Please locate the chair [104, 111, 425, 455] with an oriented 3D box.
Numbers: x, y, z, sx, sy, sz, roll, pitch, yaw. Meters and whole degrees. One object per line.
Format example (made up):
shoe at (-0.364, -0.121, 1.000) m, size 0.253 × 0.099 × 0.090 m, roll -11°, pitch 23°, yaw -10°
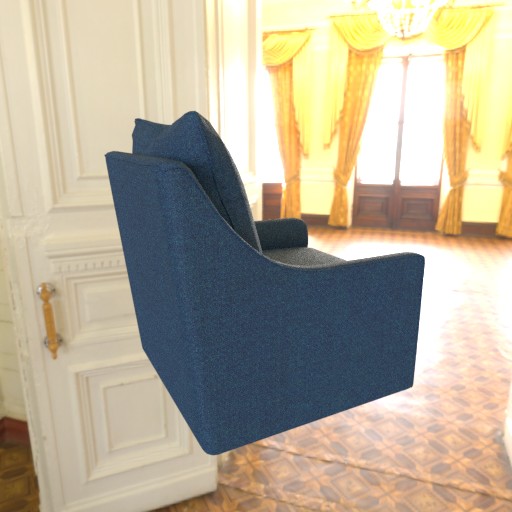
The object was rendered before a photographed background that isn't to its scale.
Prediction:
chair at (0.000, 0.000, 1.572) m, size 0.870 × 0.939 × 0.750 m, roll -8°, pitch 17°, yaw -27°
